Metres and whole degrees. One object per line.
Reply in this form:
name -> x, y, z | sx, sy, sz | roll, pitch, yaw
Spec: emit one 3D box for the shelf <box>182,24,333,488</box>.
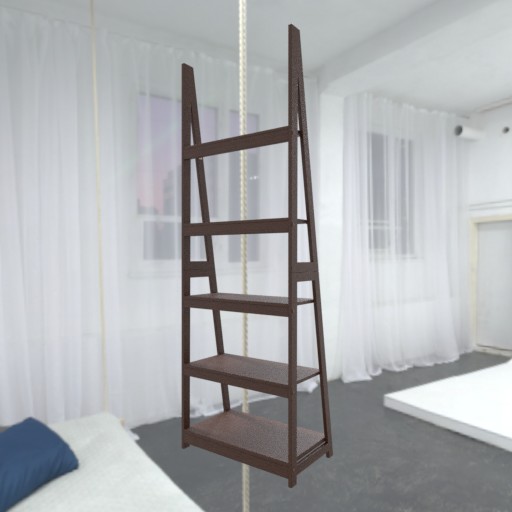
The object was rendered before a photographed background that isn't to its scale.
shelf -> 0.000, 0.000, 2.005 | 0.600, 1.770, 0.350 | 0, 0, 36
